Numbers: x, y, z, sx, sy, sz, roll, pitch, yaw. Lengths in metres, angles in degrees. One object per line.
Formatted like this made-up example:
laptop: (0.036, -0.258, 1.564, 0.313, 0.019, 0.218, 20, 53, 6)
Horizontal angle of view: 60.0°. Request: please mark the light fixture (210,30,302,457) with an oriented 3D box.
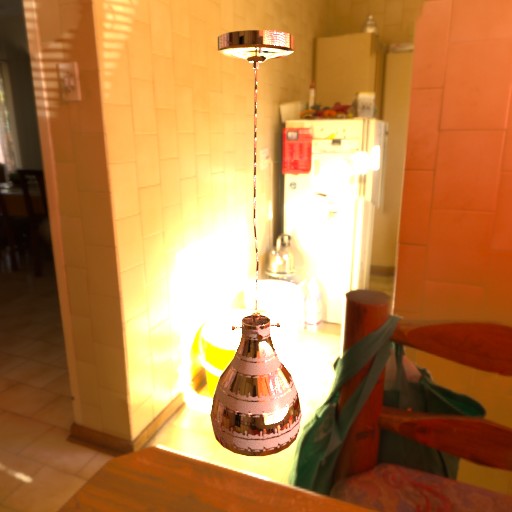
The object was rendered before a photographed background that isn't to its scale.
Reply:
light fixture: (0.000, 0.000, 1.627, 0.374, 1.457, 0.374, -2, 16, -8)
